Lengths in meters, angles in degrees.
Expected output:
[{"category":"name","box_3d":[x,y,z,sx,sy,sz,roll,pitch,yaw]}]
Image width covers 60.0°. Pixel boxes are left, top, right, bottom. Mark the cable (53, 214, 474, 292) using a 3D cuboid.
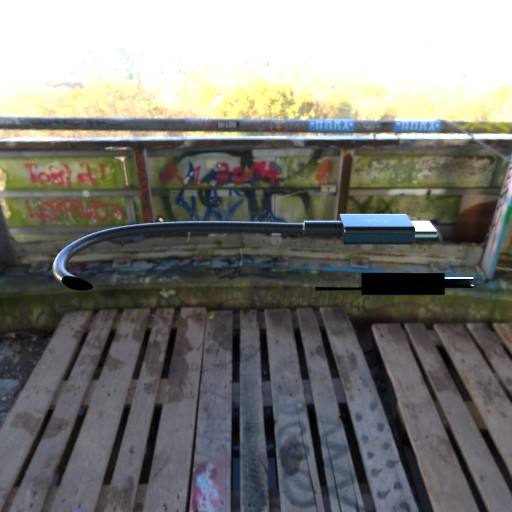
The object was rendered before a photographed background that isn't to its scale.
[{"category":"cable","box_3d":[0.000,0.000,0.111,0.098,0.006,0.040,0,30,0]}]
